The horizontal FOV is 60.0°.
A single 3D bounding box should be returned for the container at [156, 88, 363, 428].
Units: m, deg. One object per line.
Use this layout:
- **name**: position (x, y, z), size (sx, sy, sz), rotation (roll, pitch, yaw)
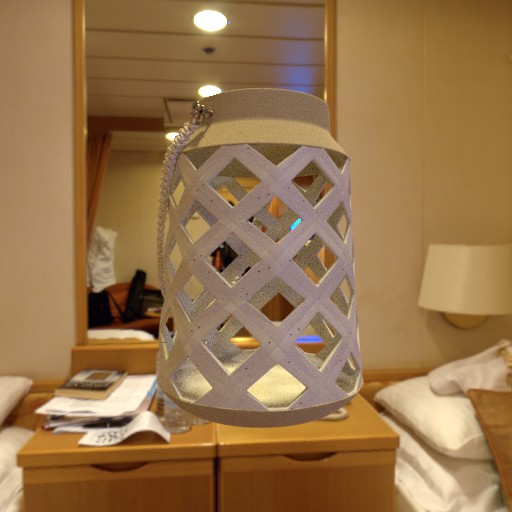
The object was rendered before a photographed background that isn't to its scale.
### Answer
- **container**: position (0.000, 0.000, 0.412), size (0.198, 0.264, 0.188), rotation (1, 1, 37)
